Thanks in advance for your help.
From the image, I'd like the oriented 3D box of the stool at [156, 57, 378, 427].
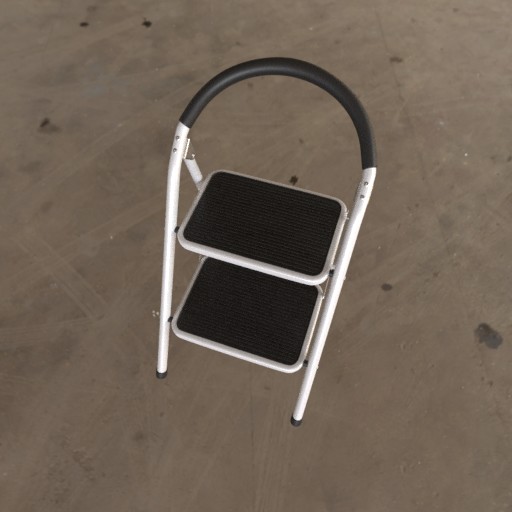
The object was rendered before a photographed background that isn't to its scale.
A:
[{"bbox_3d":[0.000,0.000,1.111,0.453,0.760,0.559,16,59,10],"label":"stool"}]
